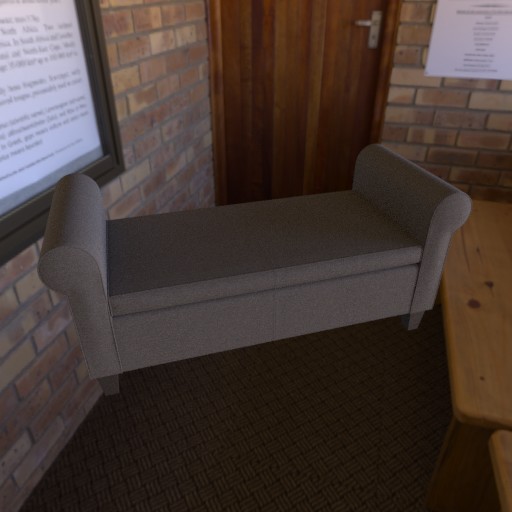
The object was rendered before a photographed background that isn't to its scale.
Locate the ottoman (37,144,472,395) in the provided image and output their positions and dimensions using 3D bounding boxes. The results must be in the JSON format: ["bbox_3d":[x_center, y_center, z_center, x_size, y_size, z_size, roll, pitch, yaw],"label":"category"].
[{"bbox_3d":[0.000,0.000,1.541,1.256,0.547,0.521,-9,33,-14],"label":"ottoman"}]
